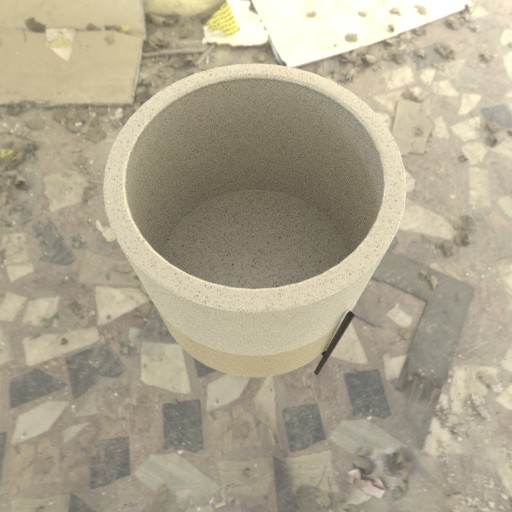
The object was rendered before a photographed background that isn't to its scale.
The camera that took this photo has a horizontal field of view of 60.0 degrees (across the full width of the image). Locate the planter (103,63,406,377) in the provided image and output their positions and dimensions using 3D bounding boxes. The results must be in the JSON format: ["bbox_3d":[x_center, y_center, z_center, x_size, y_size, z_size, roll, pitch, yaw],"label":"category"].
[{"bbox_3d":[0.000,0.000,0.740,0.359,0.484,0.368,16,65,8],"label":"planter"}]
